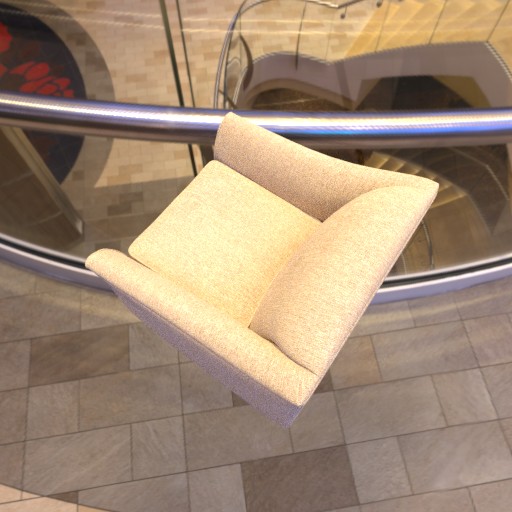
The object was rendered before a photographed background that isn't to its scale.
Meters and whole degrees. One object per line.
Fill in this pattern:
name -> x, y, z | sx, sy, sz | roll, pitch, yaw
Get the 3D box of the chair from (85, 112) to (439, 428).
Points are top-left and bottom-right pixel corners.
chair -> 0.000, 0.000, 1.503 | 0.787, 0.839, 0.763 | 32, 68, 15
